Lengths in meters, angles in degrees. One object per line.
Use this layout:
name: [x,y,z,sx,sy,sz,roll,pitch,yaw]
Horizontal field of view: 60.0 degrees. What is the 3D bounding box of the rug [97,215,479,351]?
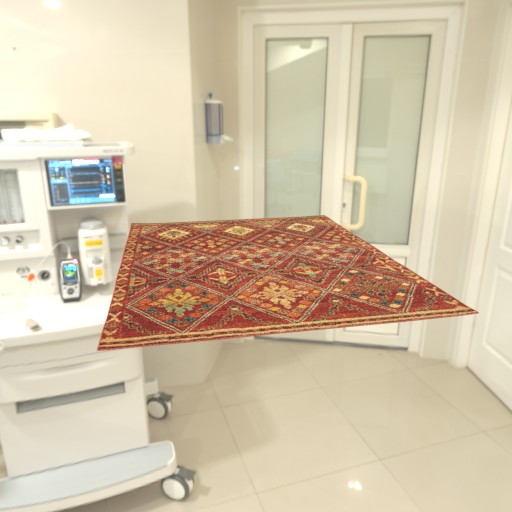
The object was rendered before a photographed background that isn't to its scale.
rug: [0.000,0.000,4.210,2.489,0.030,3.086,-4,18,-11]
